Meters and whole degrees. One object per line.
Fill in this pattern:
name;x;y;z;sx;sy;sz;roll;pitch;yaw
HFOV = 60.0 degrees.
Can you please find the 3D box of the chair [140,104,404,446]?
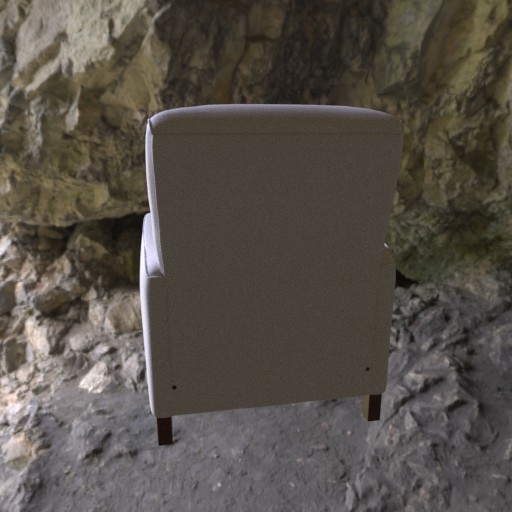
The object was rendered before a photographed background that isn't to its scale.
chair;0.000;0.000;1.649;0.841;1.028;0.858;-3;16;-10
